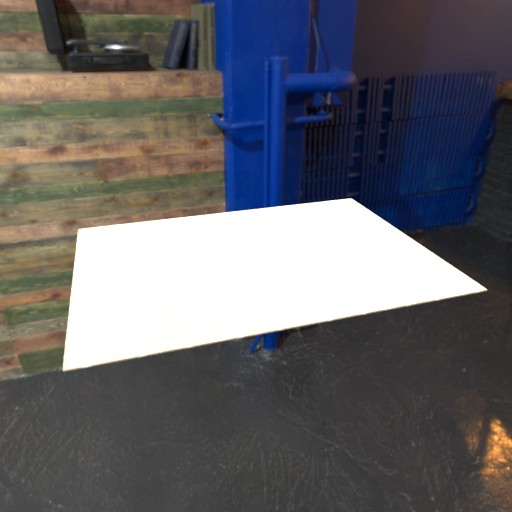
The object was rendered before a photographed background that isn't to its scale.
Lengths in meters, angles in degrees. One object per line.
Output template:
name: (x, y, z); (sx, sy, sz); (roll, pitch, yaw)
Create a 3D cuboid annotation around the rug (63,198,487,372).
rug: (0.000, 0.000, 2.742); (2.134, 0.010, 1.524); (-8, 28, -15)
